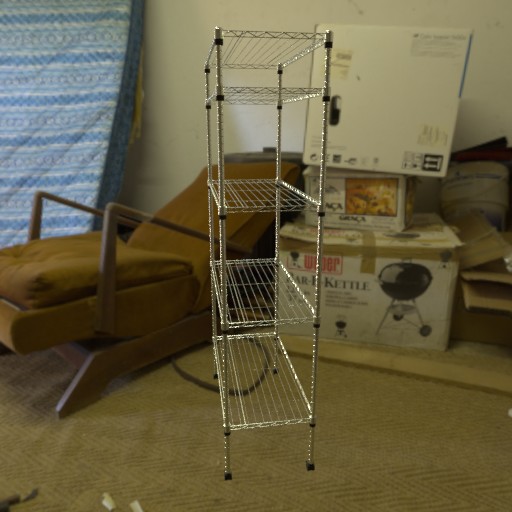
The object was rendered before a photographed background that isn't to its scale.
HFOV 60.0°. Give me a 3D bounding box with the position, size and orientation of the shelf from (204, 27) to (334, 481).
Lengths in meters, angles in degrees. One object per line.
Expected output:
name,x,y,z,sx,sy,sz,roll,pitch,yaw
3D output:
shelf,0.000,0.000,1.862,0.356,1.587,0.762,-2,17,-8
